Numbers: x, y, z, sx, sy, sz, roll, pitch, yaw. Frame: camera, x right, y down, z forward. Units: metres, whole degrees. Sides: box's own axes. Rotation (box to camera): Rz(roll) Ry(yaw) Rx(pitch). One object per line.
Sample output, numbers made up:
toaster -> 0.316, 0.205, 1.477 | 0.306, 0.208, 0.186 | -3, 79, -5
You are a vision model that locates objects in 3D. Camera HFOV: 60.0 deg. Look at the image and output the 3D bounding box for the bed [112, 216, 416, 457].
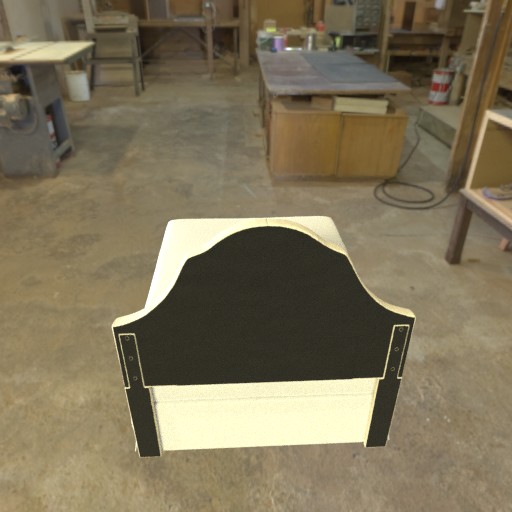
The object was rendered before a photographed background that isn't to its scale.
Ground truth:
bed -> 0.000, 0.000, 3.224 | 1.627, 1.575, 2.092 | -1, 31, -2
